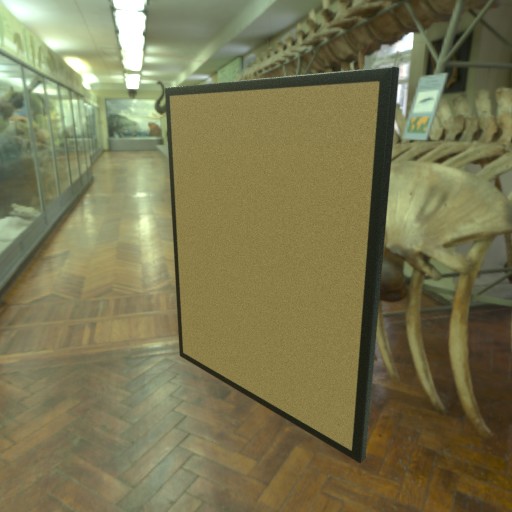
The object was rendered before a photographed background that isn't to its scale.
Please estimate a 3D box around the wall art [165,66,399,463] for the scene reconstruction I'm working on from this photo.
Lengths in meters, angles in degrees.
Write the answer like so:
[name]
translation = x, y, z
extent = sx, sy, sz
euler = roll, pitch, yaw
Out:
[wall art]
translation = 0.000, 0.000, 0.785
extent = 0.481, 0.582, 0.018
euler = 16, 23, 42
